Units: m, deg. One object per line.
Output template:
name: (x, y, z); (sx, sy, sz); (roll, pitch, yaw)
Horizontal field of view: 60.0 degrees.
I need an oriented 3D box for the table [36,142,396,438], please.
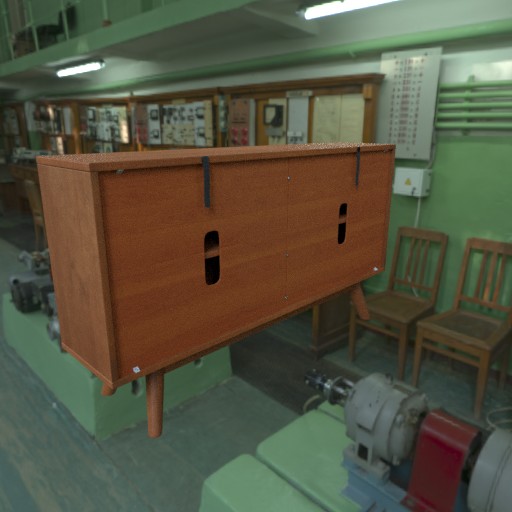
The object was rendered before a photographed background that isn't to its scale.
table: (0.000, 0.000, 1.479); (1.220, 0.698, 0.308); (-16, 23, -43)
